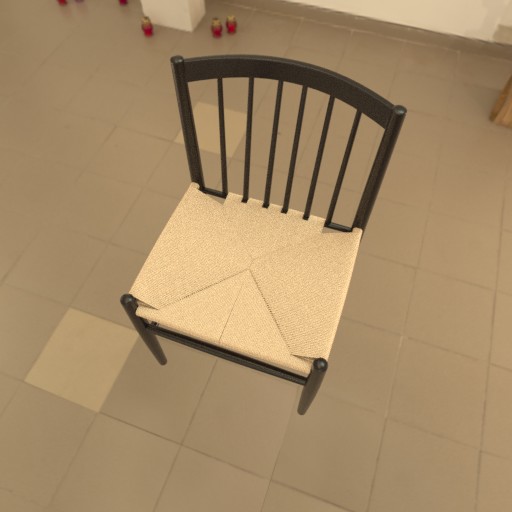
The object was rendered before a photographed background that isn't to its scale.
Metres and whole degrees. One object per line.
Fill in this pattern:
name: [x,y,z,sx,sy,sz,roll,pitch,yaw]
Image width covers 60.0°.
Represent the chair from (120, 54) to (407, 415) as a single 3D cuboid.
chair: [0.000,0.000,1.141,0.495,0.818,0.516,17,61,10]
